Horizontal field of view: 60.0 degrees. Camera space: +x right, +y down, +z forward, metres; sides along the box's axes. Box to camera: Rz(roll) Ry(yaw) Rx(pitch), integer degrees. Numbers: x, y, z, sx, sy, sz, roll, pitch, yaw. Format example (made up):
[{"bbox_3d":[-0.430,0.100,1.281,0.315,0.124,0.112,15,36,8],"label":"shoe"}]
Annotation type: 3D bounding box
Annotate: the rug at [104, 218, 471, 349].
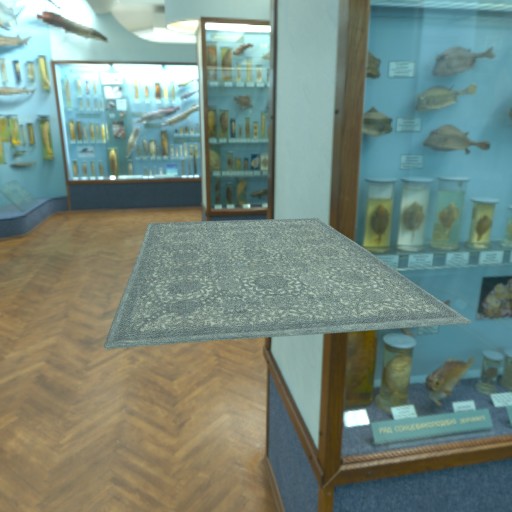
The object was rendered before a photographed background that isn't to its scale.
[{"bbox_3d":[0.000,0.000,2.300,1.224,0.016,1.830,-3,17,-9],"label":"rug"}]
